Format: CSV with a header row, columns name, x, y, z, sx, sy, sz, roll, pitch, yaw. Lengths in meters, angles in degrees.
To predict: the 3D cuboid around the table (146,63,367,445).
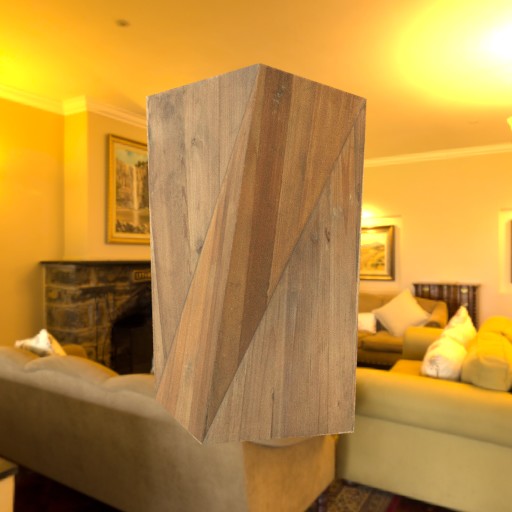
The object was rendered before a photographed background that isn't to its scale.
name,x,y,z,sx,sy,sz,roll,pitch,yaw
table,0.000,0.000,0.913,0.441,0.604,0.425,0,0,-18
